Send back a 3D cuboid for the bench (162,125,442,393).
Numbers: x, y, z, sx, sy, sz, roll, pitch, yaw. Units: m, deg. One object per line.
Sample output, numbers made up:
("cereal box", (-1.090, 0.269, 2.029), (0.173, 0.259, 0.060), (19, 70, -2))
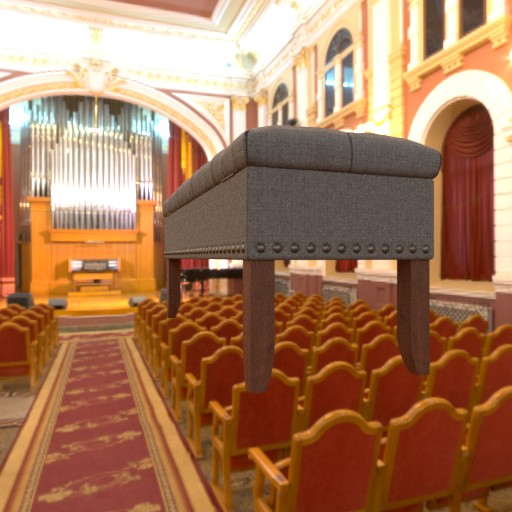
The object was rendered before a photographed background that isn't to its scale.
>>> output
("bench", (0.000, 0.000, 1.292), (0.417, 0.470, 1.052), (0, 0, -19))
